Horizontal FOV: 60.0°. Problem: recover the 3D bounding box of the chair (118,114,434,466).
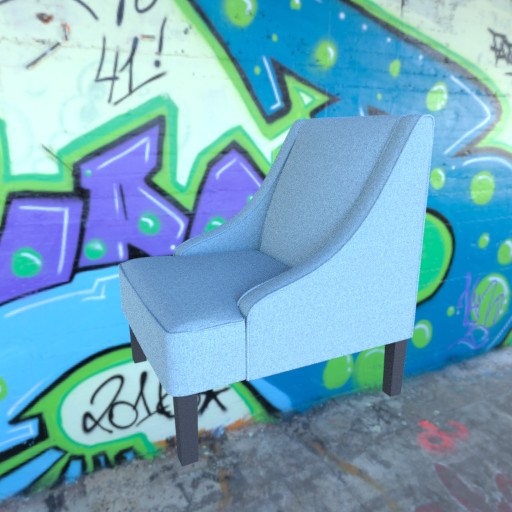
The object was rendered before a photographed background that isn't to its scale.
[{"bbox_3d":[0.000,0.000,1.870,1.025,1.133,0.857,-8,17,-25],"label":"chair"}]
